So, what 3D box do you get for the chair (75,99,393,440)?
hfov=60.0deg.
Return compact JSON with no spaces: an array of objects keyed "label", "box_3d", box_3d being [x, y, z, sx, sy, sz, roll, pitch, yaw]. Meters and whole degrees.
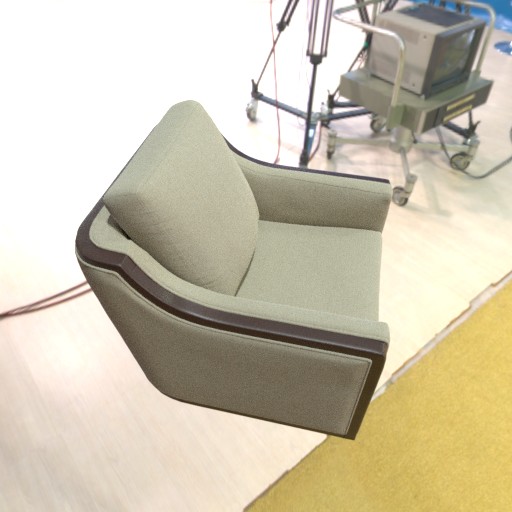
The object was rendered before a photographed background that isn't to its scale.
[{"label":"chair","box_3d":[0.000,0.000,1.658,0.950,0.930,0.870,9,46,9]}]
